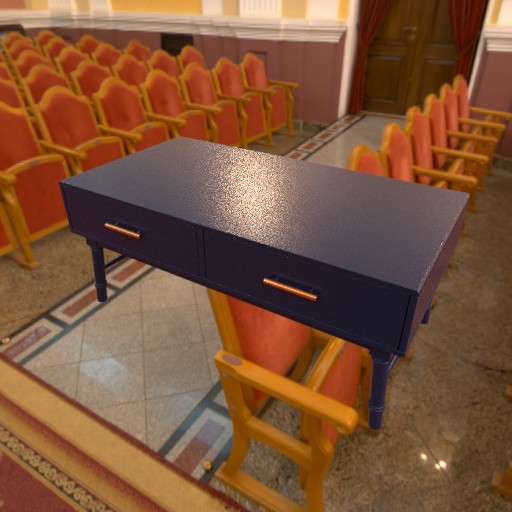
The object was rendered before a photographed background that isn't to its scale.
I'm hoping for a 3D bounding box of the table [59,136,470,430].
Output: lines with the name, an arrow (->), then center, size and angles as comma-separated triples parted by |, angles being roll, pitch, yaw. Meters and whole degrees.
table -> 0.000, 0.000, 1.396 | 1.067, 0.457, 0.572 | 18, 36, 27
